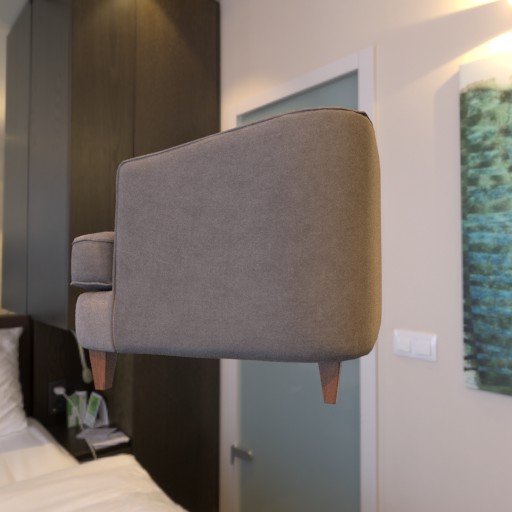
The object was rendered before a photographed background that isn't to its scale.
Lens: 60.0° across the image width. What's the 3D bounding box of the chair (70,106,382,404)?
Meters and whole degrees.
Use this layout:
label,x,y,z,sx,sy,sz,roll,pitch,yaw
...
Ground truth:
label,x,y,z,sx,sy,sz,roll,pitch,yaw
chair,0.000,0.000,1.755,0.941,0.852,1.104,0,-1,18
